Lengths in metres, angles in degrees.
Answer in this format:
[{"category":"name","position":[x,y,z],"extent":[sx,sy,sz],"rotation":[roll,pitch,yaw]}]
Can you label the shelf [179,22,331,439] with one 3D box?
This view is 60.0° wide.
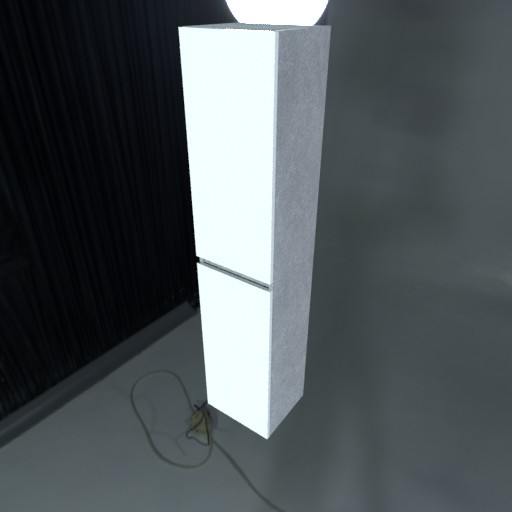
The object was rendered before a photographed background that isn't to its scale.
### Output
[{"category":"shelf","position":[0.000,0.000,1.519],"extent":[0.300,1.400,0.270],"rotation":[20,36,30]}]
